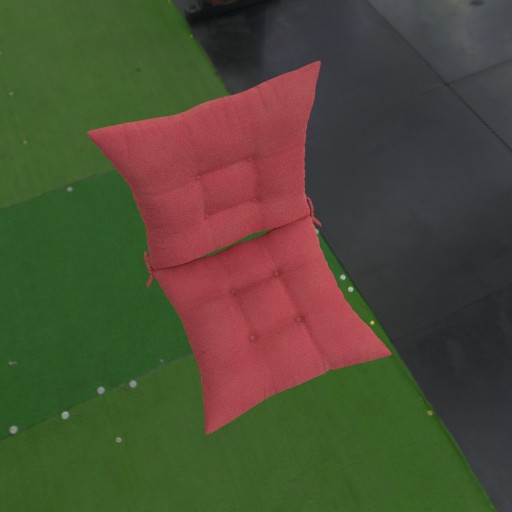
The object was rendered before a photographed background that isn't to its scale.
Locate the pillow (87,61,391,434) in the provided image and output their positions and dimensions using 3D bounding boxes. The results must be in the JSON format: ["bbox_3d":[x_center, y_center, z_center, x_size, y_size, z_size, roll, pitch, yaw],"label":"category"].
[{"bbox_3d":[0.000,0.000,1.021,0.541,0.536,0.585,-20,64,-10],"label":"pillow"}]
